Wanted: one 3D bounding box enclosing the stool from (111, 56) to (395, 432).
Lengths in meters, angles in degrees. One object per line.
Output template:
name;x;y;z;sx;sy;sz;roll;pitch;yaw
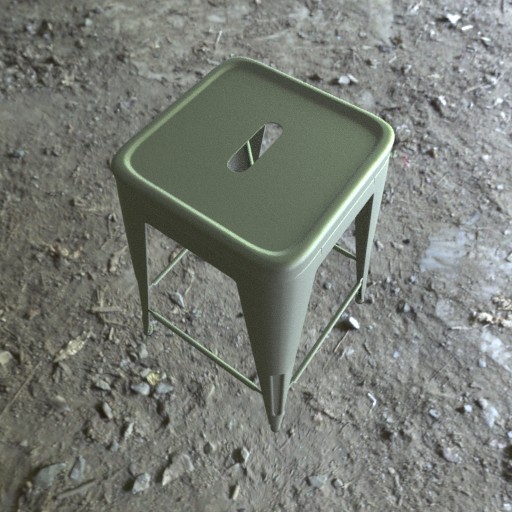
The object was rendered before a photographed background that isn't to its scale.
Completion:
stool;0.000;0.000;0.875;0.410;0.608;0.410;32;64;17
